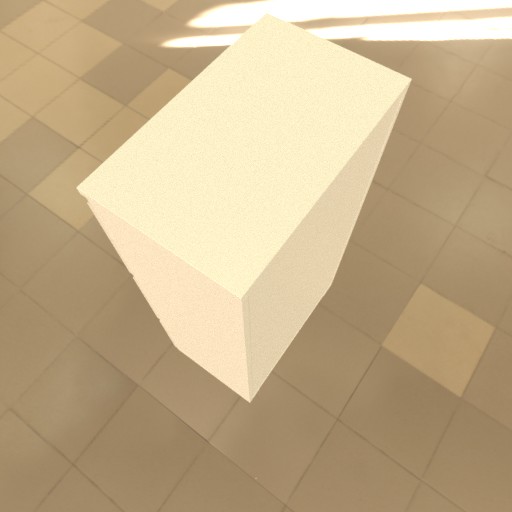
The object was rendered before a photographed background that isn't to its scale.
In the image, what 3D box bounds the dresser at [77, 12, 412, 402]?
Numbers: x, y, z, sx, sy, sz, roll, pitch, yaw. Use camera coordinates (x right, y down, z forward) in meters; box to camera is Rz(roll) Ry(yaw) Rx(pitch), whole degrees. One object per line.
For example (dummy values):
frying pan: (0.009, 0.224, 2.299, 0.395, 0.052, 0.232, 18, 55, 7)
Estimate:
dresser: (0.000, 0.000, 1.464, 0.400, 1.190, 0.650, 33, 68, 15)
